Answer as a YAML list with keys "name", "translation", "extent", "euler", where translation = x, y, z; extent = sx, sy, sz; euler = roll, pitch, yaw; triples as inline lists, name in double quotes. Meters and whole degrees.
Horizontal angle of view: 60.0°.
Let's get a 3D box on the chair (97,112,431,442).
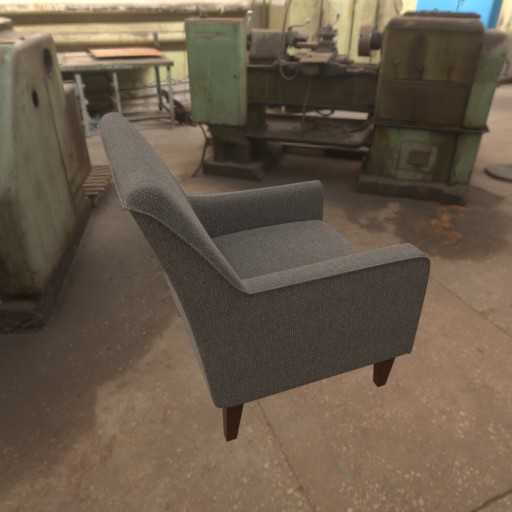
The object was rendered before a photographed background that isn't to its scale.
- name: "chair"
  translation: [0.000, 0.000, 1.598]
  extent: [0.899, 0.919, 0.780]
  euler: [-11, 33, -18]
